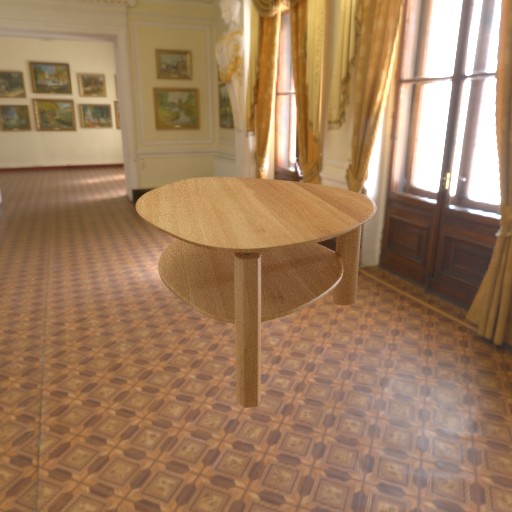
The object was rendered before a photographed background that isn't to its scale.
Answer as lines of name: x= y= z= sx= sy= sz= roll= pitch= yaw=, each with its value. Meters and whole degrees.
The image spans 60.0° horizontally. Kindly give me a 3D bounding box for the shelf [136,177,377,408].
shelf: x=0.000 y=0.000 z=1.679 sx=0.845 sy=0.440 sz=1.246 roll=-3 pitch=18 yaw=-10
